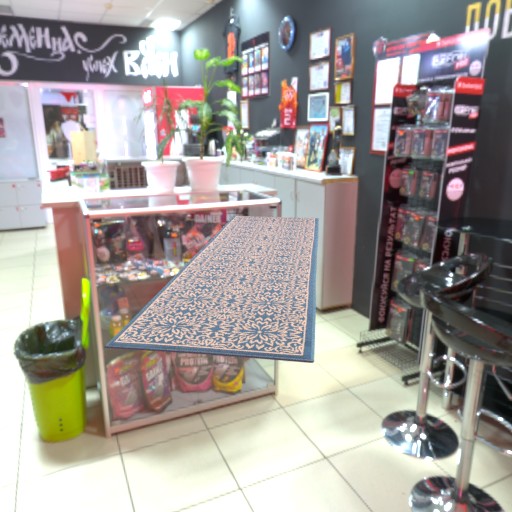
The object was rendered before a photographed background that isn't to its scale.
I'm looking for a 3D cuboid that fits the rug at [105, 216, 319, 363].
[{"bbox_3d":[0.000,0.000,2.406,0.662,0.011,2.196,2,16,8],"label":"rug"}]
